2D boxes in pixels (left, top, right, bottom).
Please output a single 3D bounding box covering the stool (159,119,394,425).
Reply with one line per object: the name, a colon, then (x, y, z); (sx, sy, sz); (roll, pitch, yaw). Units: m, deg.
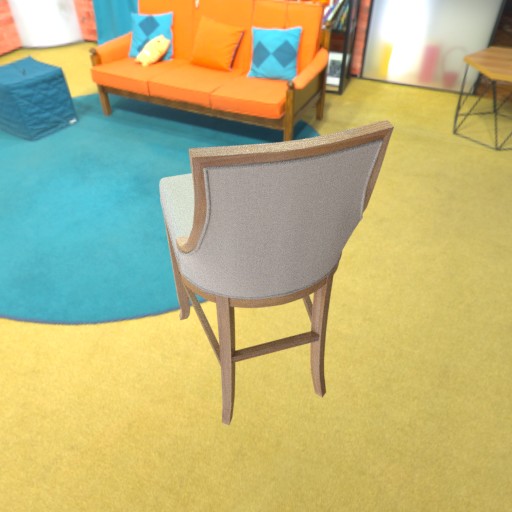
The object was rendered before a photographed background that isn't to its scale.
stool: (0.000, 0.000, 1.453); (0.524, 1.101, 0.626); (-12, 43, -13)
